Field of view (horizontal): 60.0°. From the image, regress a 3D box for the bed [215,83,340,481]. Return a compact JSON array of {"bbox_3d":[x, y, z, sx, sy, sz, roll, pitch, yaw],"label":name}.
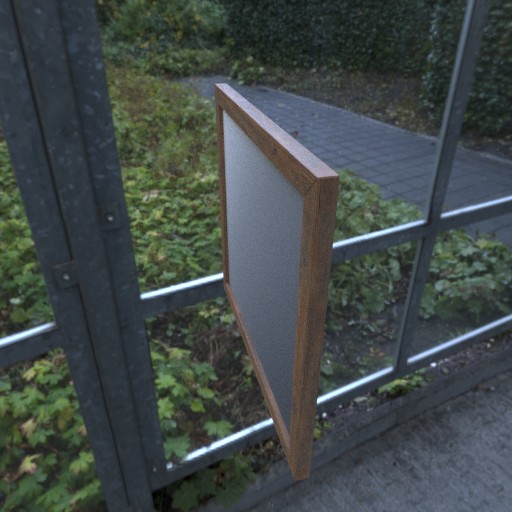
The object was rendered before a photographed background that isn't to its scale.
[{"bbox_3d":[0.000,0.000,1.506,0.046,0.942,1.046,-8,31,-13],"label":"bed"}]
